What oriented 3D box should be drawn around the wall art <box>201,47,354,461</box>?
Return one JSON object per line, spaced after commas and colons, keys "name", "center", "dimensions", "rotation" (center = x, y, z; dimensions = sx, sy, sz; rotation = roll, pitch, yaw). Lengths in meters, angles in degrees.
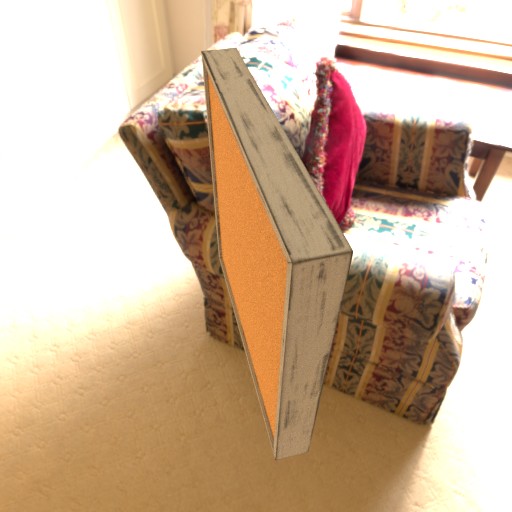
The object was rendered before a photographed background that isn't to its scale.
{"name": "wall art", "center": [0.000, 0.000, 0.460], "dimensions": [0.036, 0.303, 0.303], "rotation": [-11, 47, -10]}
